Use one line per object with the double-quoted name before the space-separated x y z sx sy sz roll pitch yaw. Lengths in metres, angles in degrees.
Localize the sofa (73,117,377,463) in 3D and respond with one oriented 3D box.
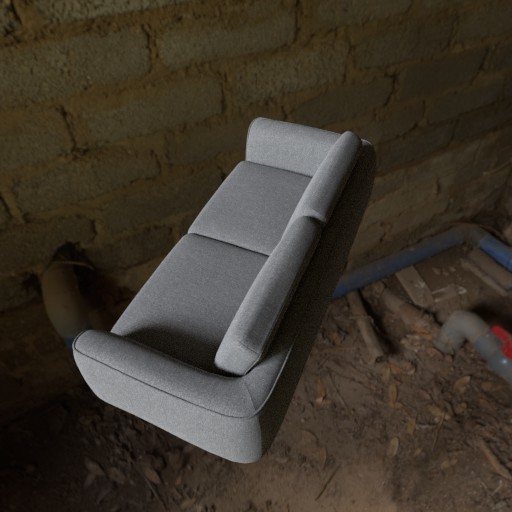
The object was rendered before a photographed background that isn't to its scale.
"sofa" 0.000 0.000 2.442 0.920 0.870 2.000 18 50 15
